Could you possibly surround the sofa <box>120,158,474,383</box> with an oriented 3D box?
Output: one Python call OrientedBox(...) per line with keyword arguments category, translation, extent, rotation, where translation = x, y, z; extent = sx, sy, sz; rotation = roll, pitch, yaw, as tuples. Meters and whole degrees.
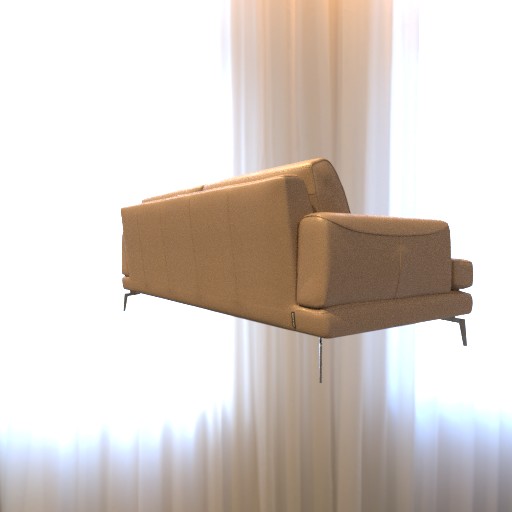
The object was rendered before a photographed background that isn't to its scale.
OrientedBox(category="sofa", translation=(0.000, 0.000, 2.422), extent=(0.974, 0.765, 1.940), rotation=(-1, 2, -36))
